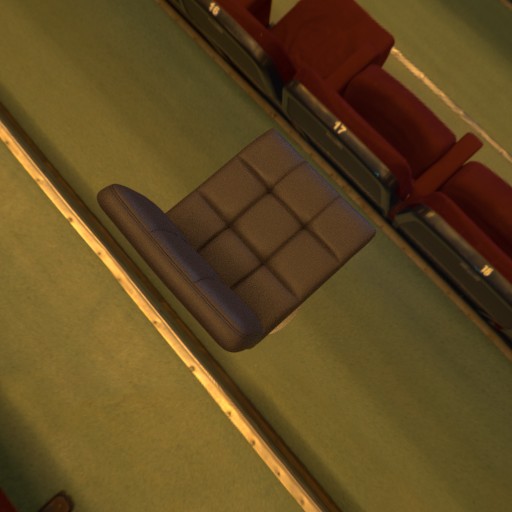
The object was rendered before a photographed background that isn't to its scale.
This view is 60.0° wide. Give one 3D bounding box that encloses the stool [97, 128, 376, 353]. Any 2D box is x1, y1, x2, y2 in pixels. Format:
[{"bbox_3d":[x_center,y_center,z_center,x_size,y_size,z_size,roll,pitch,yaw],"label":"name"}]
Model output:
[{"bbox_3d":[0.000,0.000,1.390,0.505,1.115,0.430,-41,80,-9],"label":"stool"}]
